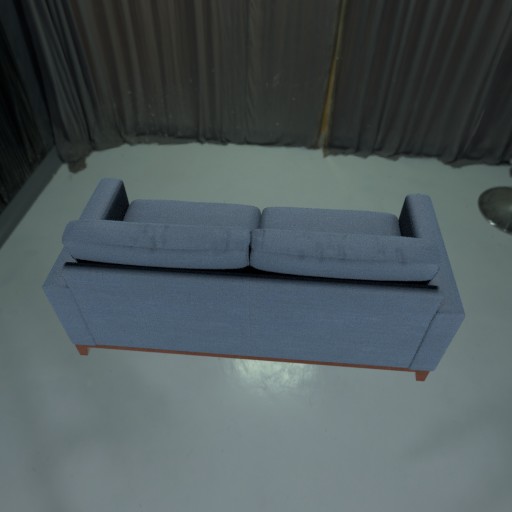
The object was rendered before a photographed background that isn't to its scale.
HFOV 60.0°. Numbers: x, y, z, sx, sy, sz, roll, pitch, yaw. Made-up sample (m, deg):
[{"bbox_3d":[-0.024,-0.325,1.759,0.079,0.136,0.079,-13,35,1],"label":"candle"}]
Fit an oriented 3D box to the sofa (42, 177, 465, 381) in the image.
[{"bbox_3d":[0.000,0.000,2.382,1.900,0.865,0.877,4,46,3],"label":"sofa"}]
